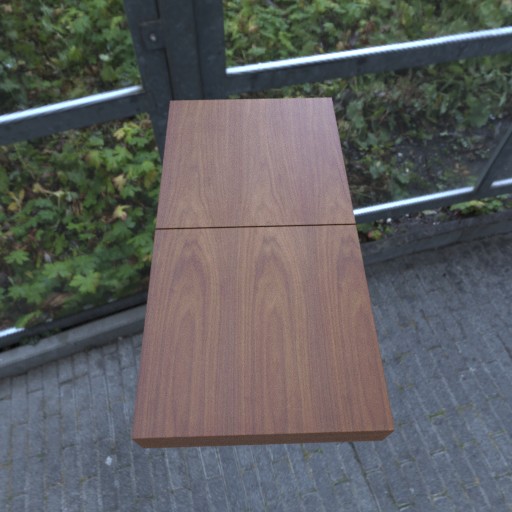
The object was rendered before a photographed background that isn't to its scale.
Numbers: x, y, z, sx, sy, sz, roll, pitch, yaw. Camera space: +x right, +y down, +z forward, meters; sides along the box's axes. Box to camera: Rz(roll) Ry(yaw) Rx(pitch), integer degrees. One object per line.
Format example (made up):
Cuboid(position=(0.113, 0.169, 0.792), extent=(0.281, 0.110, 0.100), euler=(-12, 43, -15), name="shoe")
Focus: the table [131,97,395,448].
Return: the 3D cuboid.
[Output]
Cuboid(position=(0.000, 0.000, 1.485), extent=(0.610, 0.330, 1.194), euler=(-1, 57, -1), name="table")
